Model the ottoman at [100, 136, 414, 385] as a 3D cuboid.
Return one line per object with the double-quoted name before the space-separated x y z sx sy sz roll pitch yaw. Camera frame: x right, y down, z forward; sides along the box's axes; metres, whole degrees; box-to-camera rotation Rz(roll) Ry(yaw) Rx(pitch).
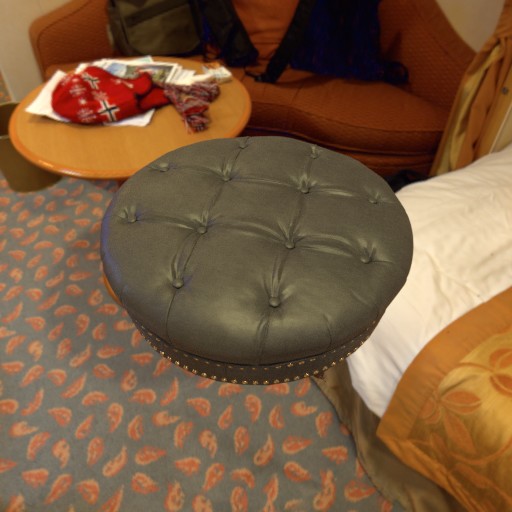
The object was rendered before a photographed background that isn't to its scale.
"ottoman" 0.000 0.000 1.411 0.901 0.439 0.901 0 46 0
